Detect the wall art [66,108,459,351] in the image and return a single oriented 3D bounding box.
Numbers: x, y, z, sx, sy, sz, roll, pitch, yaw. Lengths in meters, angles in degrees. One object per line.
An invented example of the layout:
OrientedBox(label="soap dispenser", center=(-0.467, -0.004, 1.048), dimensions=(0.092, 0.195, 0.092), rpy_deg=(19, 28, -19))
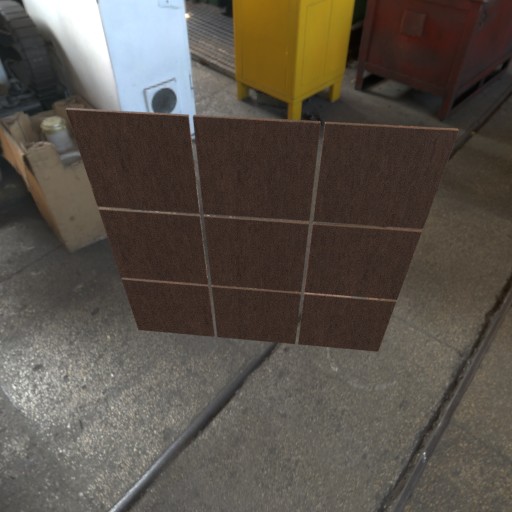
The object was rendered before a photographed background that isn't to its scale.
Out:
OrientedBox(label="wall art", center=(0.000, 0.000, 2.264), dimensions=(1.527, 1.525, 0.014), rpy_deg=(4, 46, 4))
